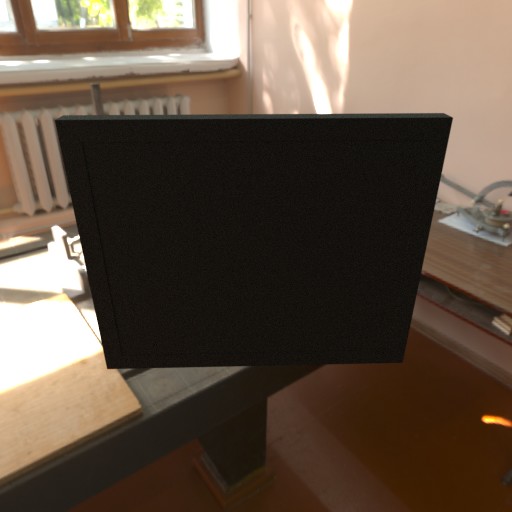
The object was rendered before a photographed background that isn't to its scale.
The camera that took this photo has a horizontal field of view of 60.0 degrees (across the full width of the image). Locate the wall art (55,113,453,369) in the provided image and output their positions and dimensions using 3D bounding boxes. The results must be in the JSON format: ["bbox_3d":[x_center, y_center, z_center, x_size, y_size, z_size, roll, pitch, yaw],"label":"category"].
[{"bbox_3d":[0.000,0.000,0.538,0.404,0.329,0.024,-1,28,-2],"label":"wall art"}]
